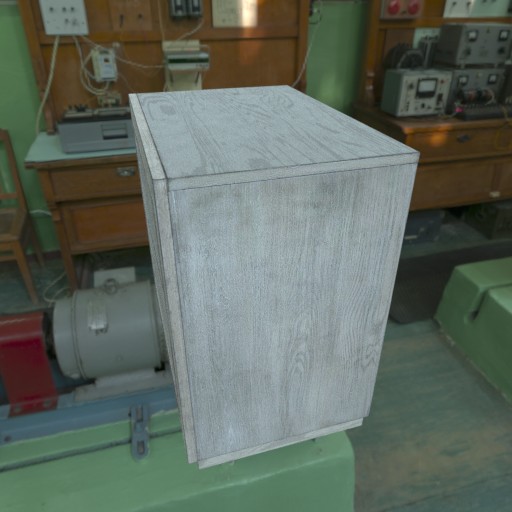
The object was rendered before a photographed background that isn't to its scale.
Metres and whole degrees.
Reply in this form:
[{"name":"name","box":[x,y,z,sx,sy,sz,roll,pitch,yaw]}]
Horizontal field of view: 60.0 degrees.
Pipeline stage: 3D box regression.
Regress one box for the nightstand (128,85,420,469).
[{"name":"nightstand","box":[0.000,0.000,1.084,0.483,0.673,0.612,-9,32,-14]}]
